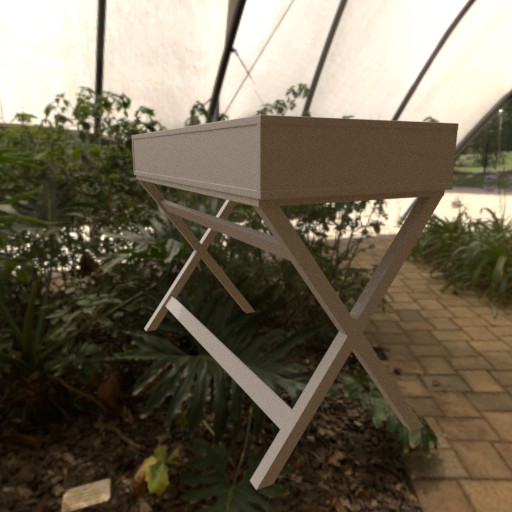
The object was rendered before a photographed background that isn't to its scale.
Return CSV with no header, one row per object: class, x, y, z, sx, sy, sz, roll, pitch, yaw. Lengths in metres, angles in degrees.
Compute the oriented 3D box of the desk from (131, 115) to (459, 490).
desk,0.000,0.000,1.437,0.525,0.780,1.057,-7,15,-26
